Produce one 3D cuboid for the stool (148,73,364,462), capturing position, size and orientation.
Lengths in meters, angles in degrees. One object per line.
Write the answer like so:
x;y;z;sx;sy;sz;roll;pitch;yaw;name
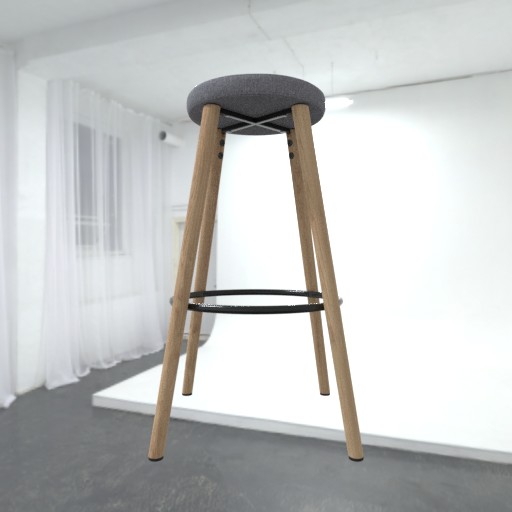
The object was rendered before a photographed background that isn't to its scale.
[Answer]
0.000;0.000;1.034;0.410;0.770;0.410;0;0;0;stool
